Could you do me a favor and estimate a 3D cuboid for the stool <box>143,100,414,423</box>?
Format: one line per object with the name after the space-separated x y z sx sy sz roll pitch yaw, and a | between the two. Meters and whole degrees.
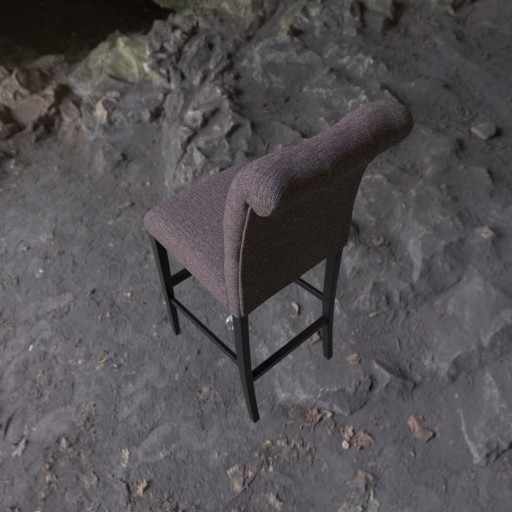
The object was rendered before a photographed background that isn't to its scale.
0.000 0.000 1.432 0.452 1.131 0.613 -32 55 -27 | stool
